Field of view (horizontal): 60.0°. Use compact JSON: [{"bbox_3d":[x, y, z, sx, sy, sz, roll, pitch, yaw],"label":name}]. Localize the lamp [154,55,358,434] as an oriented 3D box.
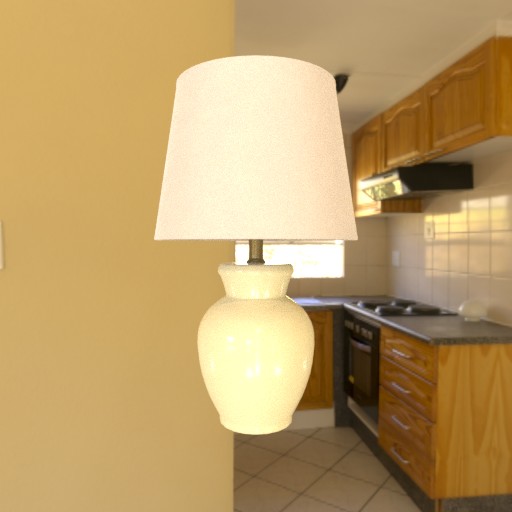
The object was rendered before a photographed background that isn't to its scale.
[{"bbox_3d":[0.000,0.000,0.534,0.239,0.399,0.239,0,2,0],"label":"lamp"}]
